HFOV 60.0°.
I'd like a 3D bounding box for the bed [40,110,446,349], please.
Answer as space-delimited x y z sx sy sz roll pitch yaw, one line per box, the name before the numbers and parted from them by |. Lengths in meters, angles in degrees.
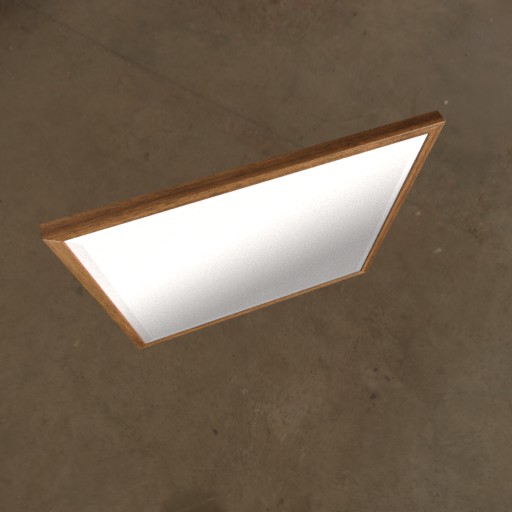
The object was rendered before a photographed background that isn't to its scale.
bed | 0.000 0.000 1.506 1.041 0.940 0.043 -18 64 -9
